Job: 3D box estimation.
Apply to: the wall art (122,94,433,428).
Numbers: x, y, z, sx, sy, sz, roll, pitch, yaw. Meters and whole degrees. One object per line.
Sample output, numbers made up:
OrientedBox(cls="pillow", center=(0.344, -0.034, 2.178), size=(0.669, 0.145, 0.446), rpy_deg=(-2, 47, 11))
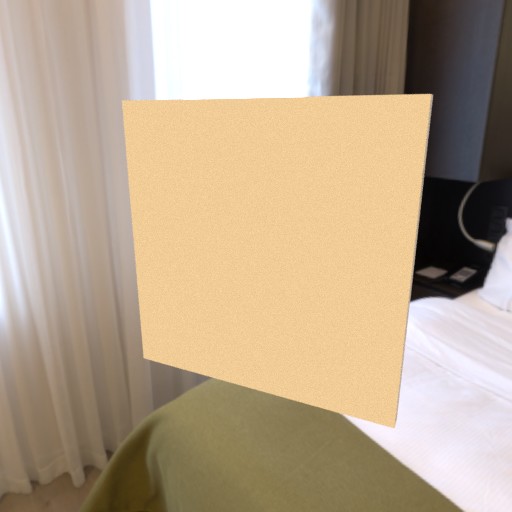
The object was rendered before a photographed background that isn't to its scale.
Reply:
OrientedBox(cls="wall art", center=(0.000, 0.000, 0.832), size=(0.559, 0.559, 0.028), rpy_deg=(8, 19, 24))
